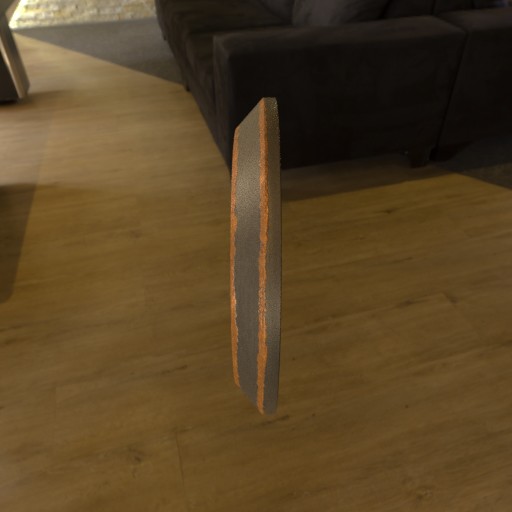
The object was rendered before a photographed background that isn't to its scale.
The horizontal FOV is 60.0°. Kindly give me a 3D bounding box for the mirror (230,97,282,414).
[{"bbox_3d":[0.000,0.000,1.348,0.111,0.907,0.907,0,41,0],"label":"mirror"}]
